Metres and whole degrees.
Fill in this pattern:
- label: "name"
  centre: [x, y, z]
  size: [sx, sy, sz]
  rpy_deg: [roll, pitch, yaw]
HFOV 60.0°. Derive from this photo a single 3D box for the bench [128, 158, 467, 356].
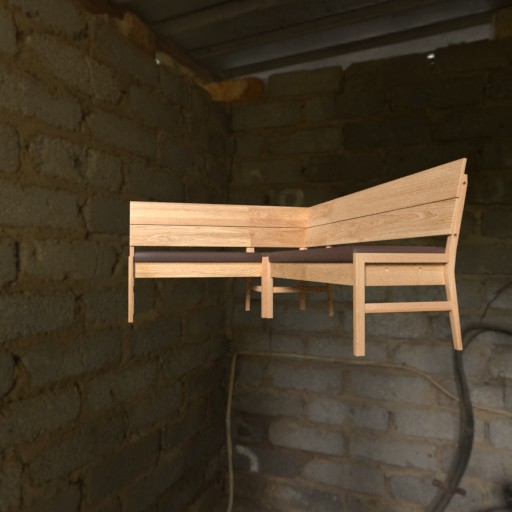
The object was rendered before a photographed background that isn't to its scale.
- label: "bench"
  centre: [0.000, 0.000, 2.805]
  size: [1.549, 0.890, 1.975]
  rpy_deg: [0, -1, -16]
